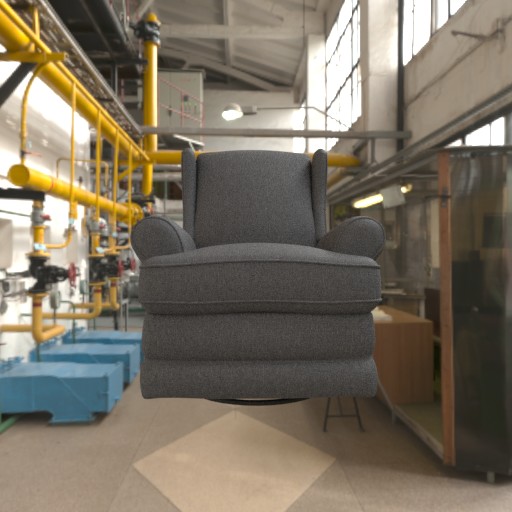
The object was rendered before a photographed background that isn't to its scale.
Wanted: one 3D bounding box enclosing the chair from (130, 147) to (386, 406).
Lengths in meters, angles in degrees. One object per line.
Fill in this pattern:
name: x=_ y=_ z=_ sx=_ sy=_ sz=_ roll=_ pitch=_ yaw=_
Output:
chair: x=0.000 y=0.000 z=1.768 sx=0.847 sy=1.011 sz=0.969 roll=0 pitch=1 yaw=-2
